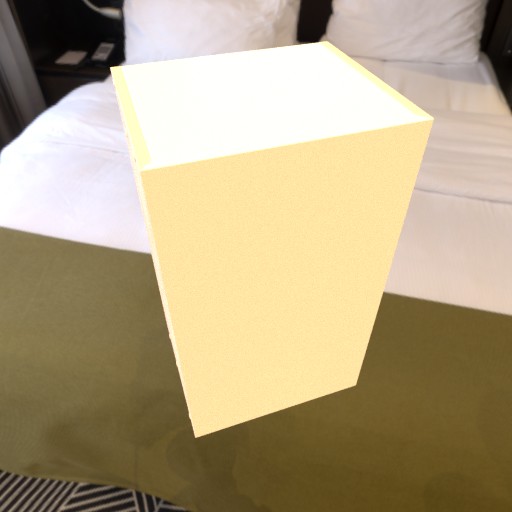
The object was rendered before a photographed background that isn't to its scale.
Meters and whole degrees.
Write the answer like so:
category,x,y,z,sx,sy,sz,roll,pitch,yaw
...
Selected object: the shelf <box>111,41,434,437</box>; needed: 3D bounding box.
category,x,y,z,sx,sy,sz,roll,pitch,yaw
shelf,0.000,0.000,0.790,0.350,0.600,0.290,-13,45,-14
